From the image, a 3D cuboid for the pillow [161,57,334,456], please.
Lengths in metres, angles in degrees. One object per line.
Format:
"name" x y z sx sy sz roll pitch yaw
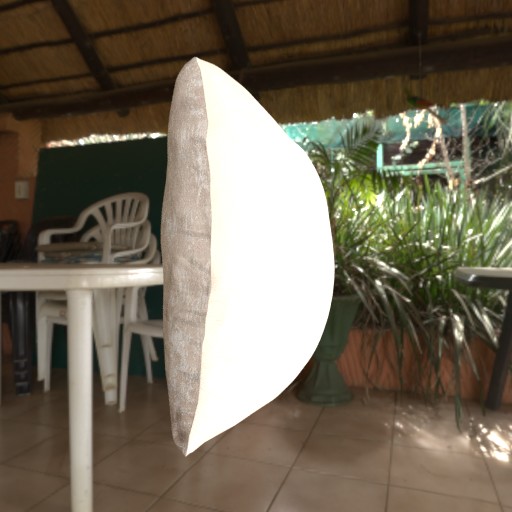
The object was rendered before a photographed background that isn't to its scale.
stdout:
"pillow" 0.000 0.000 0.700 0.245 0.448 0.450 0 0 18
